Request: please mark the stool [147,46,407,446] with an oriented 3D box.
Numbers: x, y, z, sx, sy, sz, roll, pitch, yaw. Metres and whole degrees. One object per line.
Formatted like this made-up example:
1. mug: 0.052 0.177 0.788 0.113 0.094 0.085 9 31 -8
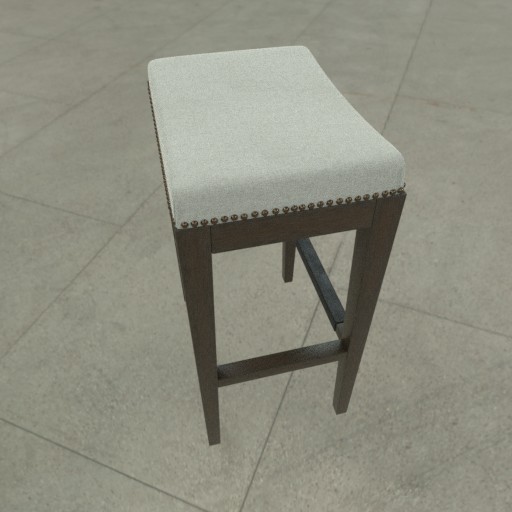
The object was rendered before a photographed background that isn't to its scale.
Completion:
1. stool: 0.000 0.000 1.021 0.358 0.759 0.498 -10 46 -10
